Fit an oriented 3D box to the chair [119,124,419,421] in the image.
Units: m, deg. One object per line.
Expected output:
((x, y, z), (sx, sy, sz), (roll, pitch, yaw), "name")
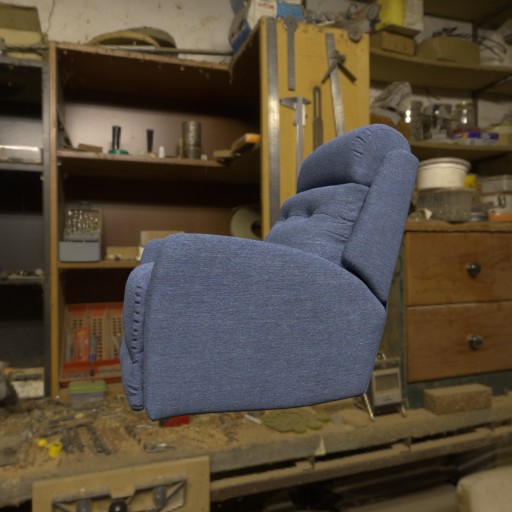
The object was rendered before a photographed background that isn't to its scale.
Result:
((0.000, 0.000, 1.777), (1.043, 1.013, 0.798), (0, 1, -18), "chair")
